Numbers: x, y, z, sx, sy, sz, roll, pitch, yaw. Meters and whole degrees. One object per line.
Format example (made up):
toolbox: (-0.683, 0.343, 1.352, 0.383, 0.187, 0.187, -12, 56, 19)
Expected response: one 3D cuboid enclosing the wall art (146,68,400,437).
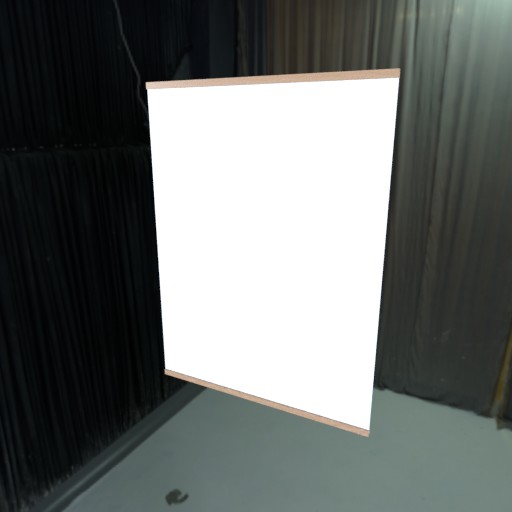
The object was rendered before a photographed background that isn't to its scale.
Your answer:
wall art: (0.000, 0.000, 1.348, 0.758, 1.016, 0.013, 8, 18, 26)
